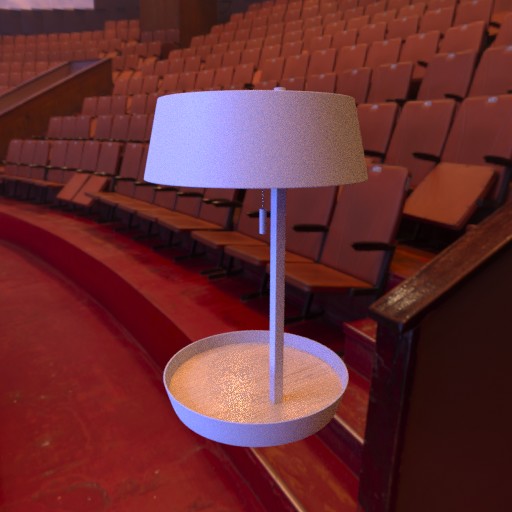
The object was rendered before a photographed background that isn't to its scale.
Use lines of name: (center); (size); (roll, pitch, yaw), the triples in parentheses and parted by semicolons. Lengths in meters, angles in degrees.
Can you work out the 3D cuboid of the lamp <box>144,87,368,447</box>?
lamp: (0.000, 0.000, 0.619); (0.291, 0.429, 0.291); (0, 15, 0)
